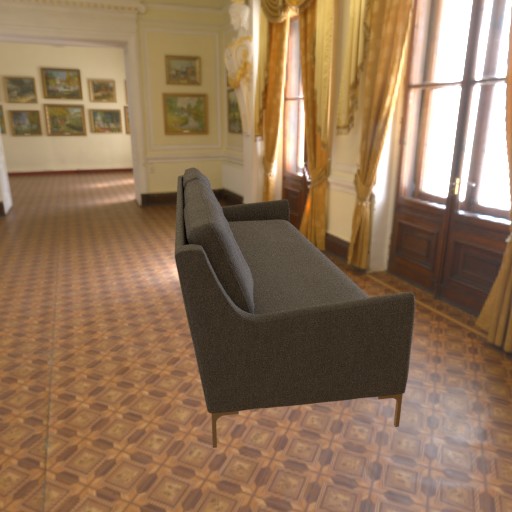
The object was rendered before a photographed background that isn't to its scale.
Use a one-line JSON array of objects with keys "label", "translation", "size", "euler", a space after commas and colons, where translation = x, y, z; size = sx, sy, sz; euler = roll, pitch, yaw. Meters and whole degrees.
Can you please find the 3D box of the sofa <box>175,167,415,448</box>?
[{"label": "sofa", "translation": [0.000, 0.000, 2.502], "size": [0.849, 0.837, 2.060], "euler": [-3, 17, -9]}]
